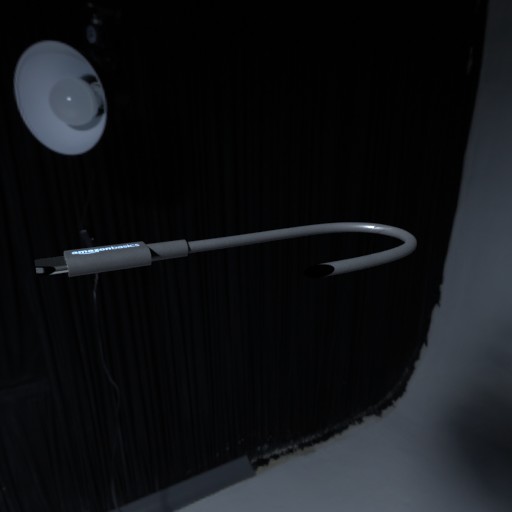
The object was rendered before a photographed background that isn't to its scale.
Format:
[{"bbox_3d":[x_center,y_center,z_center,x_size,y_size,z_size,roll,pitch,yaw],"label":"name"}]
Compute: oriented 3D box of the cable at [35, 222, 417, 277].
[{"bbox_3d":[0.000,0.000,0.111,0.098,0.005,0.041,-9,20,-26],"label":"cable"}]
